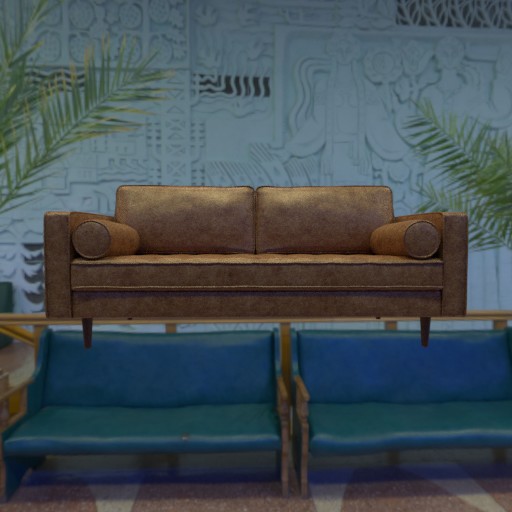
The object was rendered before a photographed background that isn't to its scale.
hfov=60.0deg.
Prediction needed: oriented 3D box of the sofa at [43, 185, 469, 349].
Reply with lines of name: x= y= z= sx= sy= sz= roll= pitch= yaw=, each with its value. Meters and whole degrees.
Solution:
sofa: x=0.000 y=0.000 z=2.412 sx=1.920 sy=0.825 sz=0.924 roll=0 pitch=2 yaw=-1
